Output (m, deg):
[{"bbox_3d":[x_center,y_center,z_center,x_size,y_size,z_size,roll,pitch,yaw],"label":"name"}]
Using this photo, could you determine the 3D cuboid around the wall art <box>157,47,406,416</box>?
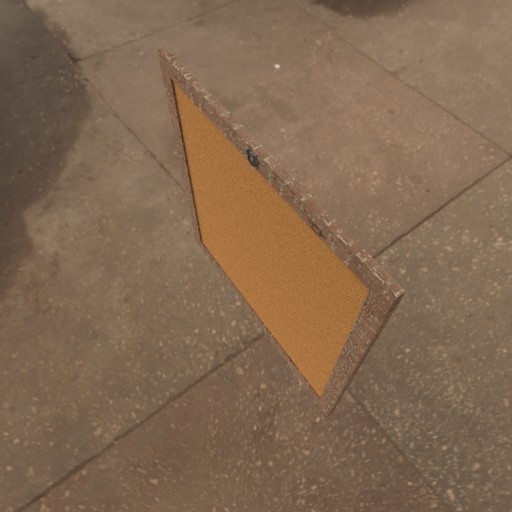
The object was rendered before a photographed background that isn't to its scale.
[{"bbox_3d":[0.000,0.000,0.582,0.012,0.384,0.384,-30,62,-18],"label":"wall art"}]
